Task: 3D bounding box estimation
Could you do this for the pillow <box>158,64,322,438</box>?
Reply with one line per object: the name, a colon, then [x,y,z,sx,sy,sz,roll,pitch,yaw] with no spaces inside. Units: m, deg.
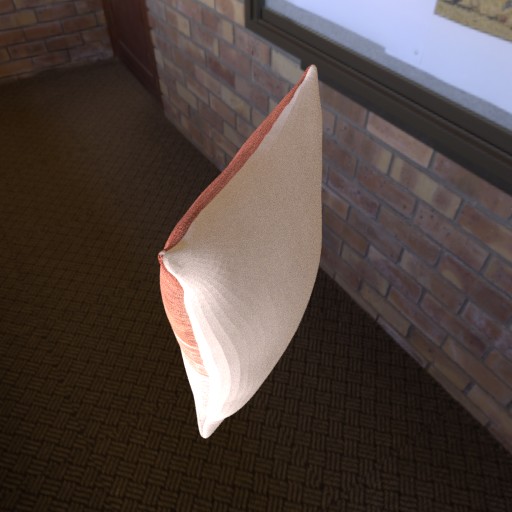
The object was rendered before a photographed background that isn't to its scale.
pillow: [0.000,0.000,0.695,0.182,0.441,0.440,18,50,16]
